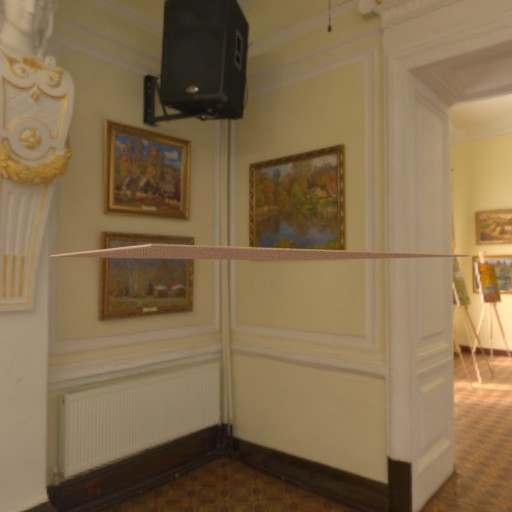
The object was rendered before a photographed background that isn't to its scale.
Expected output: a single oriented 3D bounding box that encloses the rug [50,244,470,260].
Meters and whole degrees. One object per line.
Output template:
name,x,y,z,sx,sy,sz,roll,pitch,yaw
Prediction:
rug,0.000,0.000,3.888,2.895,0.018,2.288,1,-2,-36
